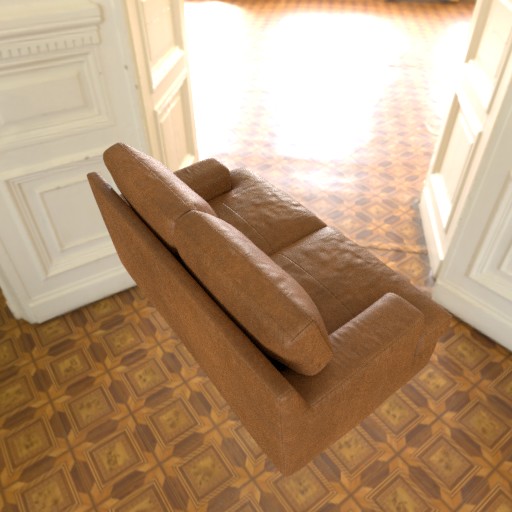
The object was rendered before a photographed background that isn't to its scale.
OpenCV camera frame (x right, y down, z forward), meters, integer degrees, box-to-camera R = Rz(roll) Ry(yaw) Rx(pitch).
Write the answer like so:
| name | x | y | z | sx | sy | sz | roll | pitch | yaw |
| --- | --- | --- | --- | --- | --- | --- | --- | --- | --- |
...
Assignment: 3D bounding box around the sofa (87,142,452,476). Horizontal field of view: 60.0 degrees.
| name | x | y | z | sx | sy | sz | roll | pitch | yaw |
| --- | --- | --- | --- | --- | --- | --- | --- | --- | --- |
| sofa | 0.000 | 0.000 | 2.465 | 1.144 | 0.966 | 1.880 | -26 | 48 | -26 |
